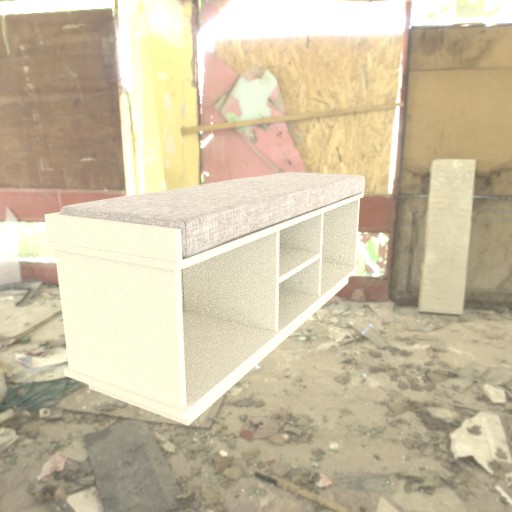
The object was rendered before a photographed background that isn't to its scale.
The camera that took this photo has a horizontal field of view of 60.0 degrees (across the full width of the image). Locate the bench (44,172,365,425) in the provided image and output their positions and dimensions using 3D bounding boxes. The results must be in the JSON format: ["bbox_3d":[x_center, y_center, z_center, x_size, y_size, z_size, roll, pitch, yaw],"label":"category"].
[{"bbox_3d":[0.000,0.000,1.412,0.363,0.453,1.196,8,17,28],"label":"bench"}]
